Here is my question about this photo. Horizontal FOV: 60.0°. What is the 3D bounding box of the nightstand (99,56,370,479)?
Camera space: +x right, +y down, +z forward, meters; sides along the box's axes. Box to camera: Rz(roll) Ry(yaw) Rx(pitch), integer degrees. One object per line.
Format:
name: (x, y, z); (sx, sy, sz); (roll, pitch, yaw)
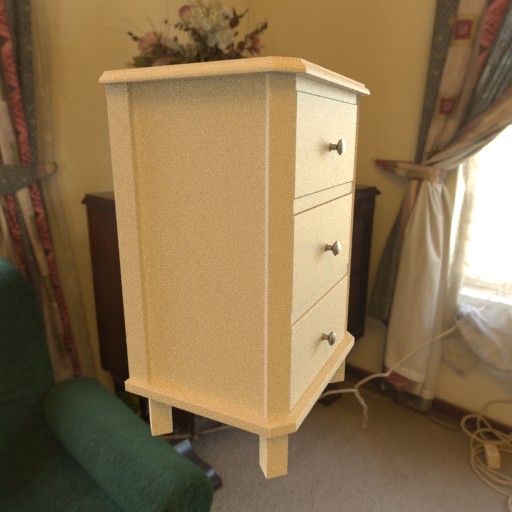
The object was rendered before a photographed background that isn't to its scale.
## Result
nightstand: (0.000, 0.000, 0.913); (0.351, 0.681, 0.435); (8, 17, 26)
